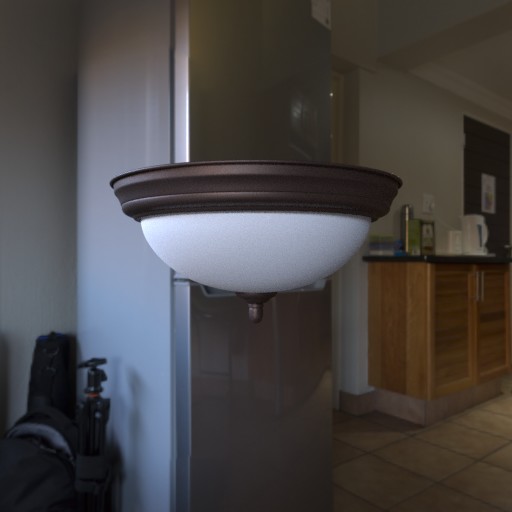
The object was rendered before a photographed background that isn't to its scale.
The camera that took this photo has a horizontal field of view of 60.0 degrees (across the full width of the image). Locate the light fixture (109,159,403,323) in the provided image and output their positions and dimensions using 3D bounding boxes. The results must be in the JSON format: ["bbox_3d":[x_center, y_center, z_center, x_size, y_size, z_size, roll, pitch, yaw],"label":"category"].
[{"bbox_3d":[0.000,0.000,0.445,0.280,0.135,0.280,0,0,0],"label":"light fixture"}]
